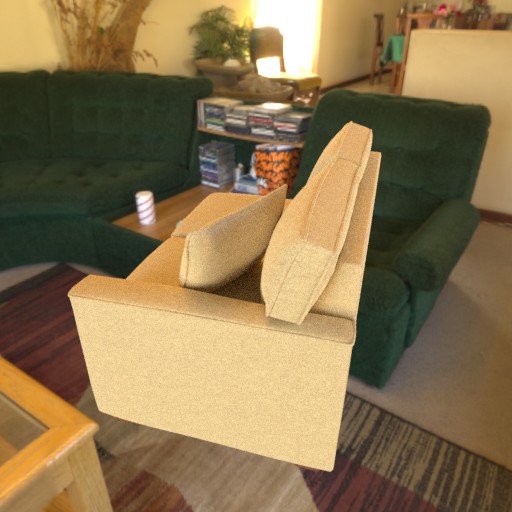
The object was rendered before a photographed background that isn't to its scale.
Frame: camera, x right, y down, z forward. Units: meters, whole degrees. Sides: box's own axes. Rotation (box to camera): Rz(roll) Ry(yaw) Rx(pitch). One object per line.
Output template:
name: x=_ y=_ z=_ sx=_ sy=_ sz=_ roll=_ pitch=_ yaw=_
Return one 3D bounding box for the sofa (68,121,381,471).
sofa: x=0.000 y=0.000 z=2.045 sx=0.991 sy=0.989 sz=1.388 roll=8 pitch=31 yaw=14
